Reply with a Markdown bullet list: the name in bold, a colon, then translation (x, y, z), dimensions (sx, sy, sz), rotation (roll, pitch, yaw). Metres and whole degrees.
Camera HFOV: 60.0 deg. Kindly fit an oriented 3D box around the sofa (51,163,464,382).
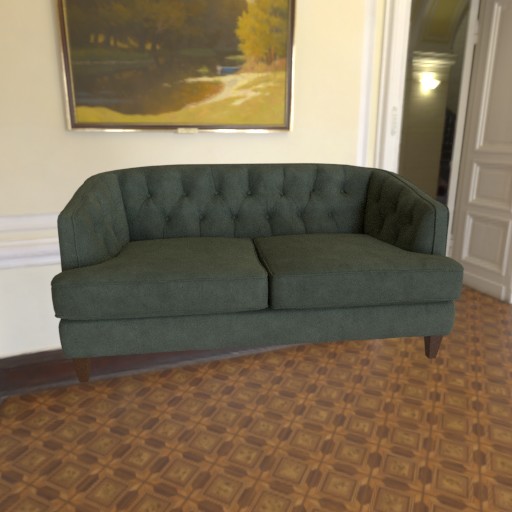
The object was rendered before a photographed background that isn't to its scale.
- **sofa**: translation (0.000, 0.000, 2.228), dimensions (1.733, 0.855, 0.941), rotation (-2, 16, -7)
